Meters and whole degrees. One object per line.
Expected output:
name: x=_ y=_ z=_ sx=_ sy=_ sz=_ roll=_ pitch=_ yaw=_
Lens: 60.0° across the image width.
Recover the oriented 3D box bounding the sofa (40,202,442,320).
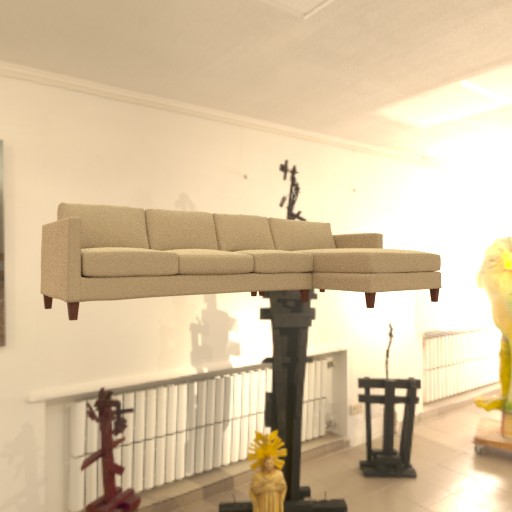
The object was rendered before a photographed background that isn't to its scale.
sofa: x=0.000 y=0.000 z=3.890 sx=3.186 sy=0.861 sz=1.625 roll=0 pitch=0 yaw=-36
